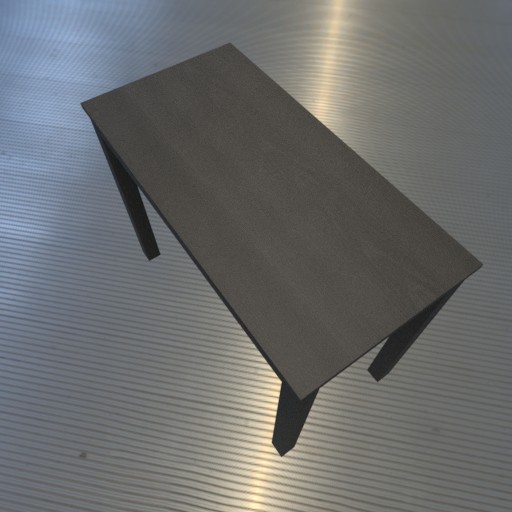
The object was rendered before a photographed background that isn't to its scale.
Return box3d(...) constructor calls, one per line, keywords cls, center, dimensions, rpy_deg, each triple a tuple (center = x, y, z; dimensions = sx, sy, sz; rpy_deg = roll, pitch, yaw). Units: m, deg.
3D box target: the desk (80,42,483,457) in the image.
box3d(cls="desk", center=(0.000, 0.000, 1.413), dimensions=(0.499, 0.762, 0.991), rpy_deg=(-31, 63, -18))
